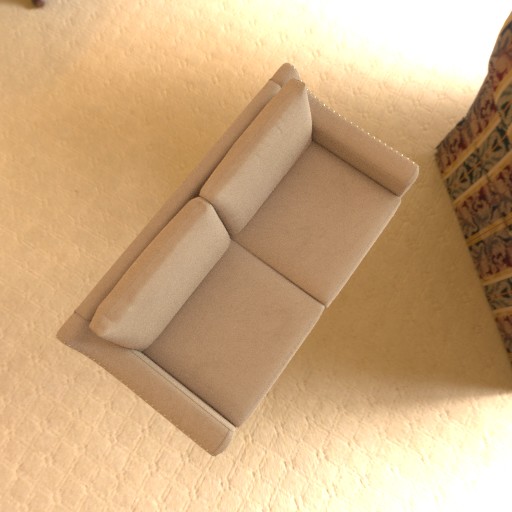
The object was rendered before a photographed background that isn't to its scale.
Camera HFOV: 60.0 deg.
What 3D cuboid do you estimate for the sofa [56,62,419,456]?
[{"bbox_3d":[0.000,0.000,2.587,1.030,0.901,1.967,36,78,8],"label":"sofa"}]
